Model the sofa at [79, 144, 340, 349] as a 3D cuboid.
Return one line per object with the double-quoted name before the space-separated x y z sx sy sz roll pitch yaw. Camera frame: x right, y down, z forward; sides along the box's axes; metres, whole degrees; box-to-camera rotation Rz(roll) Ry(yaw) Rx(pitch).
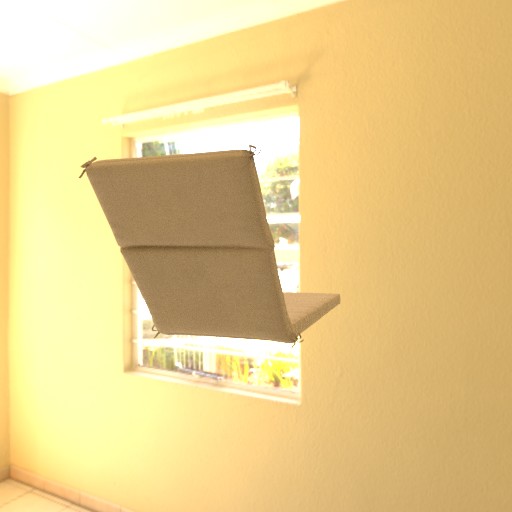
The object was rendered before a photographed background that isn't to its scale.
"sofa" 0.000 0.000 1.985 0.582 0.622 1.663 0 1 19
